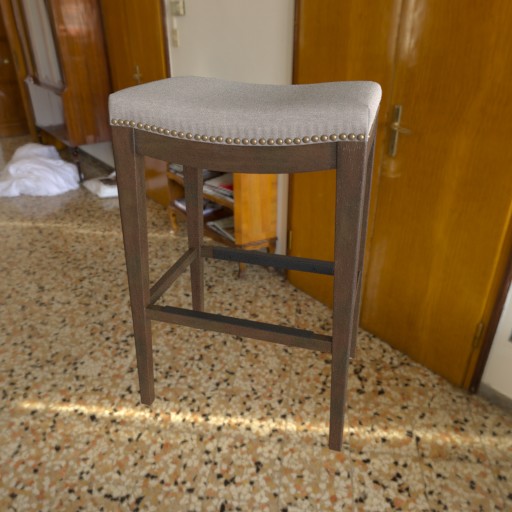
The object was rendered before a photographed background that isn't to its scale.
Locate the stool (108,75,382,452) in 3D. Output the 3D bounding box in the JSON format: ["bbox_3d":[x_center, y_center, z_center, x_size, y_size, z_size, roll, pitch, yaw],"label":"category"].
[{"bbox_3d":[0.000,0.000,1.047,0.508,0.762,0.356,8,29,15],"label":"stool"}]
